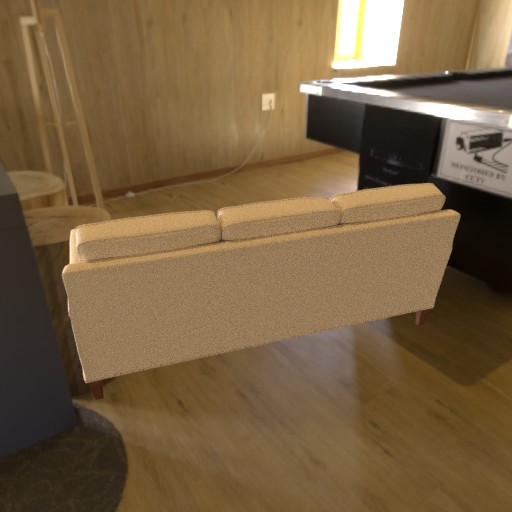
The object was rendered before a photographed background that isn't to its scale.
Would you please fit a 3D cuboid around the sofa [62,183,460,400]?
[{"bbox_3d":[0.000,0.000,2.862,2.246,1.003,1.084,-9,29,-16],"label":"sofa"}]
